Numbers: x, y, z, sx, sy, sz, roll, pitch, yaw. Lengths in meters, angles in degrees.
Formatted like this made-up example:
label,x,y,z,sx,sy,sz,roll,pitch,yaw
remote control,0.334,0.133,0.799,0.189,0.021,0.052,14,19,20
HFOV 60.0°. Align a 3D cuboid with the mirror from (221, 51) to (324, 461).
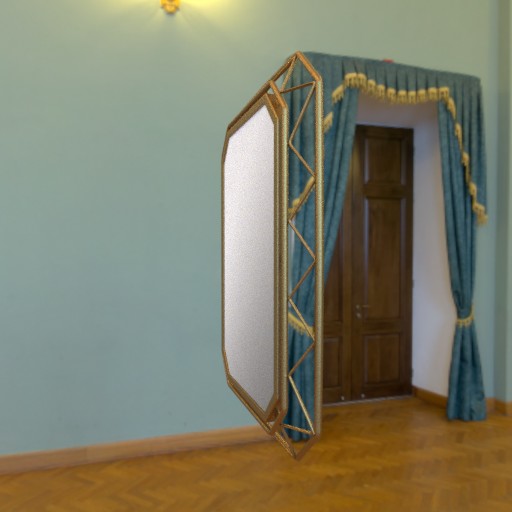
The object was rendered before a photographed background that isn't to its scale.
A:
label,x,y,z,sx,sy,sz,roll,pitch,yaw
mirror,0.000,0.000,0.730,0.042,0.566,0.417,0,1,-18
